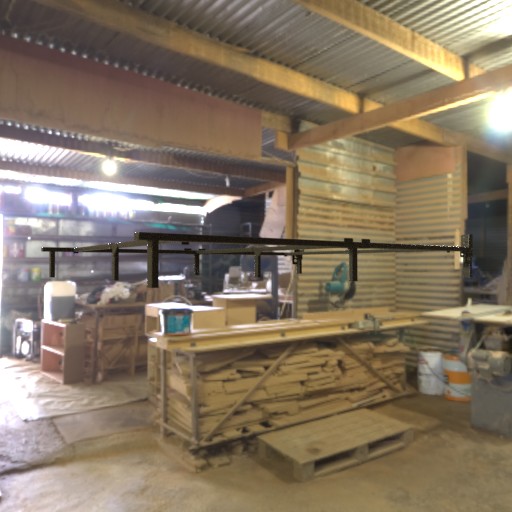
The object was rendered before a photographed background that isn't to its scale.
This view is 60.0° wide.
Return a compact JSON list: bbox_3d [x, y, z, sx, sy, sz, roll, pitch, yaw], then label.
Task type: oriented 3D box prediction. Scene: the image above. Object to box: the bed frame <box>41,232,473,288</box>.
[{"bbox_3d":[0.000,0.000,2.552,1.990,0.248,1.498,1,-1,-36],"label":"bed frame"}]
